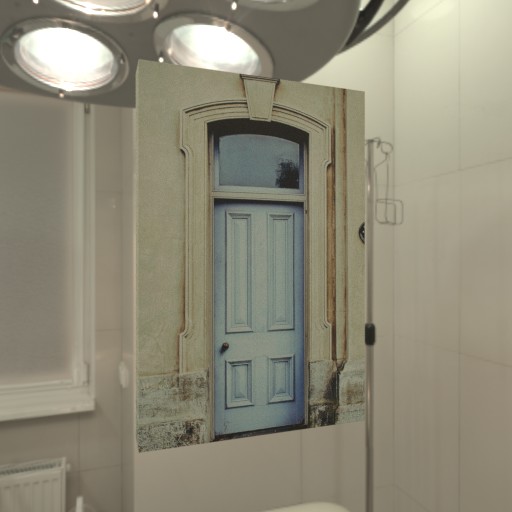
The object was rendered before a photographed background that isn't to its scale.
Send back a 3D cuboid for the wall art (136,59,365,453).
[{"bbox_3d":[0.000,0.000,0.489,0.254,0.381,0.038,0,0,-19],"label":"wall art"}]
